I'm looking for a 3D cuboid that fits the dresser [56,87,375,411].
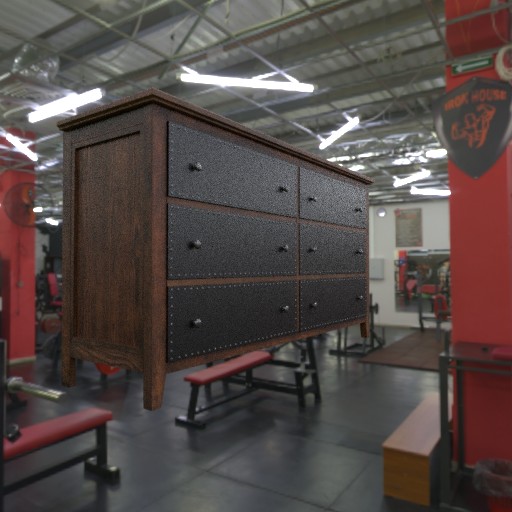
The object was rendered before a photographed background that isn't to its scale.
[{"bbox_3d":[0.000,0.000,1.912,0.463,0.856,1.551,-1,-2,36],"label":"dresser"}]
